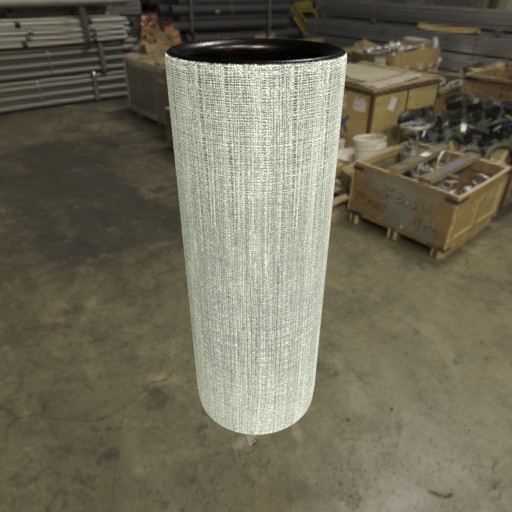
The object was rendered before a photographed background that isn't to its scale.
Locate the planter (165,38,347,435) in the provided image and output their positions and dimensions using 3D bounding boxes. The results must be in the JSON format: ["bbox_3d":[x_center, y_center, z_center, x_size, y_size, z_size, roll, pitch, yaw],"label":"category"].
[{"bbox_3d":[0.000,0.000,0.316,0.100,0.270,0.100,-22,38,-31],"label":"planter"}]
